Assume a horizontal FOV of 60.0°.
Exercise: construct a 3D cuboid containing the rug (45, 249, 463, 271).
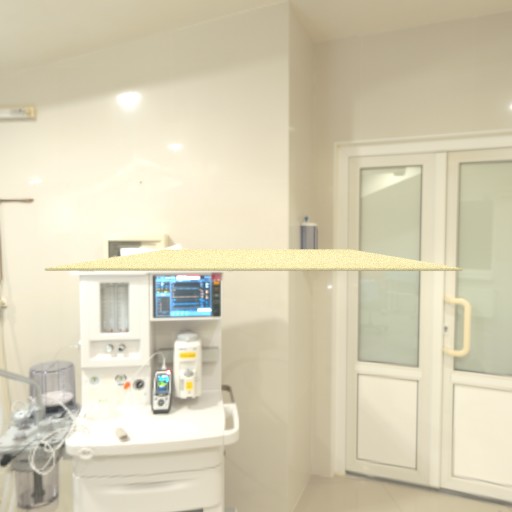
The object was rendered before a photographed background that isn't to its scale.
[{"bbox_3d":[0.000,0.000,4.177,2.452,0.016,3.204,0,3,1],"label":"rug"}]
